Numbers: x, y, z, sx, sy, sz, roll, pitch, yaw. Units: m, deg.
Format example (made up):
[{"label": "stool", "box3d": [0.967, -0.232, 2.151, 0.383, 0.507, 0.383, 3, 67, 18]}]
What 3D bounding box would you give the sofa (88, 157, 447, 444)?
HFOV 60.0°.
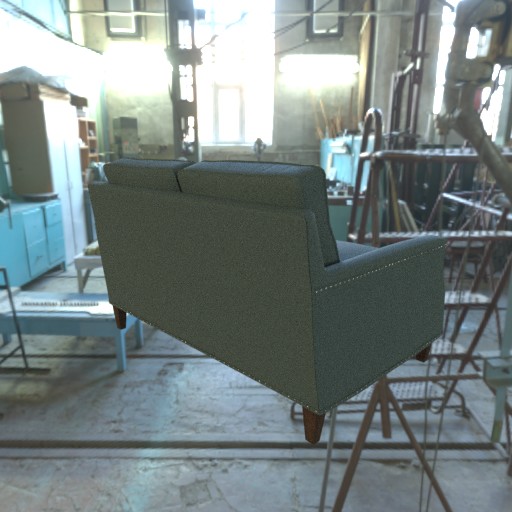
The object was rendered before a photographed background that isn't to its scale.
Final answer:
[{"label": "sofa", "box3d": [0.000, 0.000, 2.294, 1.084, 1.003, 1.597, -14, 20, -43]}]
